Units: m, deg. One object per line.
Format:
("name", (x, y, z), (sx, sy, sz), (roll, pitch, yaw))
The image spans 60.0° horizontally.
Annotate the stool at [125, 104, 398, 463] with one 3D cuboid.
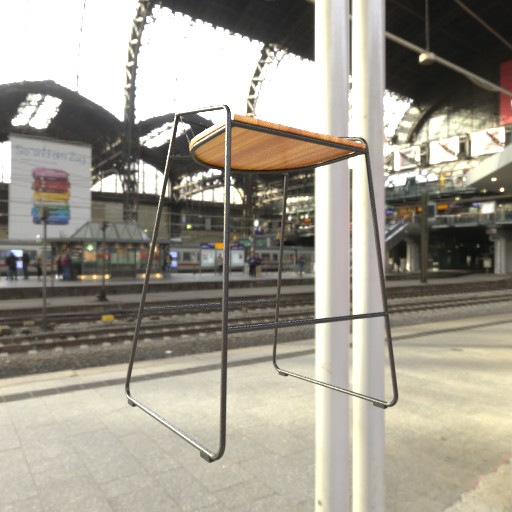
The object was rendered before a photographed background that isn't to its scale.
("stool", (0.000, 0.000, 1.204), (0.546, 0.812, 0.521), (0, -1, -36))
